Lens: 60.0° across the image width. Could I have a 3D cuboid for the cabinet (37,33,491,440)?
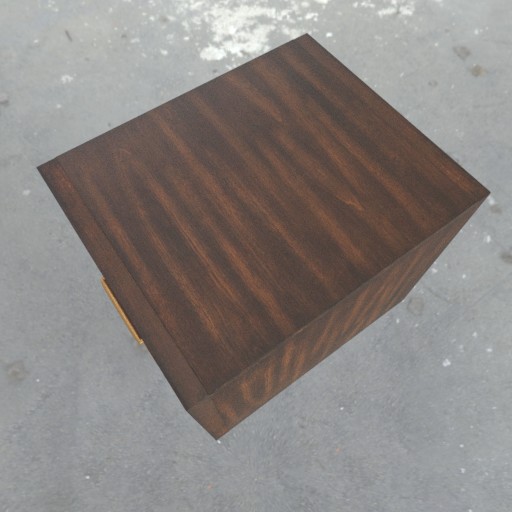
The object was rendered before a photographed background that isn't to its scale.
[{"bbox_3d":[0.000,0.000,0.814,0.500,0.455,0.402,-33,68,-15],"label":"cabinet"}]
